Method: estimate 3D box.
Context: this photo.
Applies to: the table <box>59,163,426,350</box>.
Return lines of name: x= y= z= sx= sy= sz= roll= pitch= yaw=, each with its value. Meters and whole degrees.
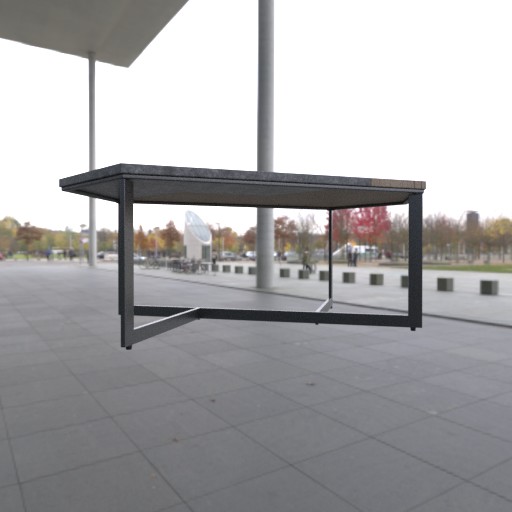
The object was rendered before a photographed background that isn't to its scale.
table: x=0.000 y=0.000 z=1.495 sx=1.219 sy=0.457 sz=0.609 roll=0 pitch=1 yaw=-18
